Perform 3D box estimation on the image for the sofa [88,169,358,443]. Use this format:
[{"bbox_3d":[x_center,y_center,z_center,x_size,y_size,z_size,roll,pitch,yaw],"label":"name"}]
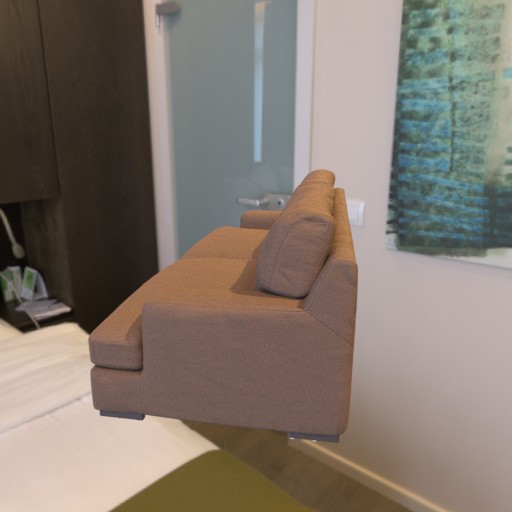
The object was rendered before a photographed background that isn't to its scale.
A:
[{"bbox_3d":[0.000,0.000,2.820,1.140,0.950,2.274,3,16,9],"label":"sofa"}]
